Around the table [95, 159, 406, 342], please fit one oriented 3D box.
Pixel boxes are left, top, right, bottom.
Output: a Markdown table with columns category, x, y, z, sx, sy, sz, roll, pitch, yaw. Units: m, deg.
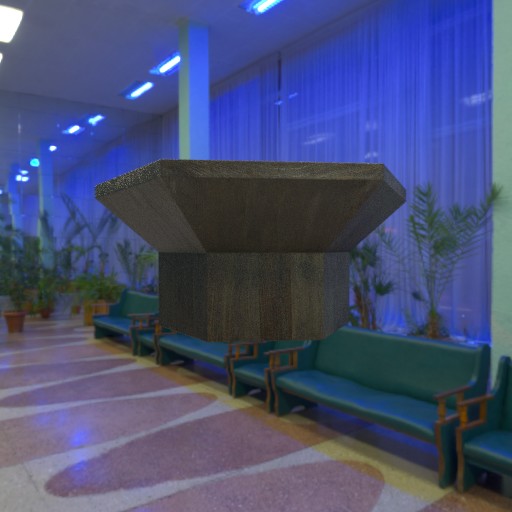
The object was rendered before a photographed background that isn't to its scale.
| category | x | y | z | sx | sy | sz | roll | pitch | yaw |
| --- | --- | --- | --- | --- | --- | --- | --- | --- | --- |
| table | 0.000 | 0.000 | 1.585 | 0.966 | 0.488 | 1.115 | -1 | 1 | -36 |
